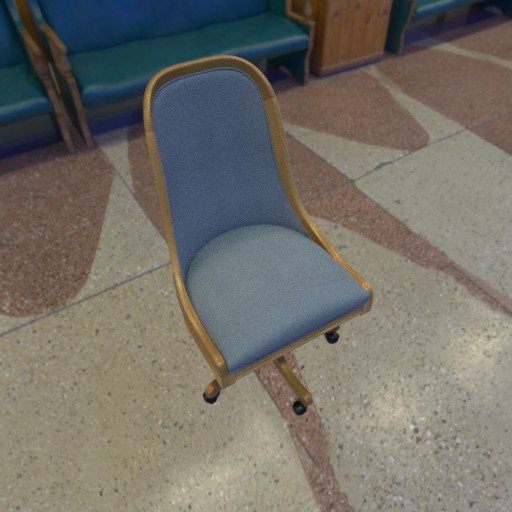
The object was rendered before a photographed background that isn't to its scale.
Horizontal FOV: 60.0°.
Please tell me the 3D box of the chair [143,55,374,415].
[{"bbox_3d":[0.000,0.000,1.472,0.605,1.031,0.735,-23,50,-21],"label":"chair"}]
